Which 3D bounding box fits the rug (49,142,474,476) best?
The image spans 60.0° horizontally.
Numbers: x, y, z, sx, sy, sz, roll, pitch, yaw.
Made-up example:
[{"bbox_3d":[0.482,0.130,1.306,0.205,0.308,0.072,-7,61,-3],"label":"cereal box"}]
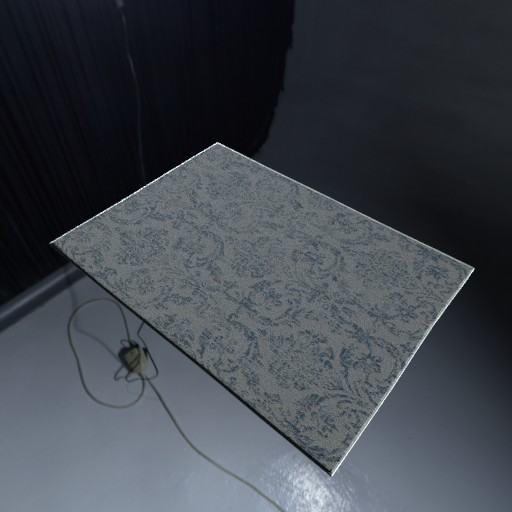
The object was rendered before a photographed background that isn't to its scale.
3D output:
[{"bbox_3d":[0.000,0.000,2.813,2.197,0.014,1.586,32,54,27],"label":"rug"}]
